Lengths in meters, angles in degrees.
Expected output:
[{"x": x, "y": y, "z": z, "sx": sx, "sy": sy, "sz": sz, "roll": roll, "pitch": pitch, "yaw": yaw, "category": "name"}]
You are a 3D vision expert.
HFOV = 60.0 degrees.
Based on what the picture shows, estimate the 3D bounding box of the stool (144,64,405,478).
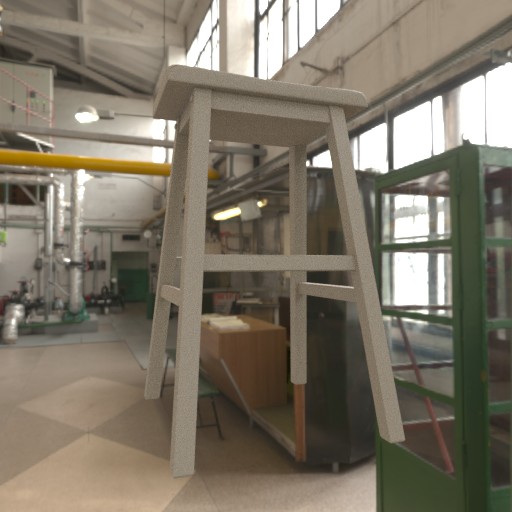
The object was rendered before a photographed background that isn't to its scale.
[{"x": 0.000, "y": 0.000, "z": 1.029, "sx": 0.457, "sy": 0.737, "sz": 0.476, "roll": 0, "pitch": -1, "yaw": -20, "category": "stool"}]
